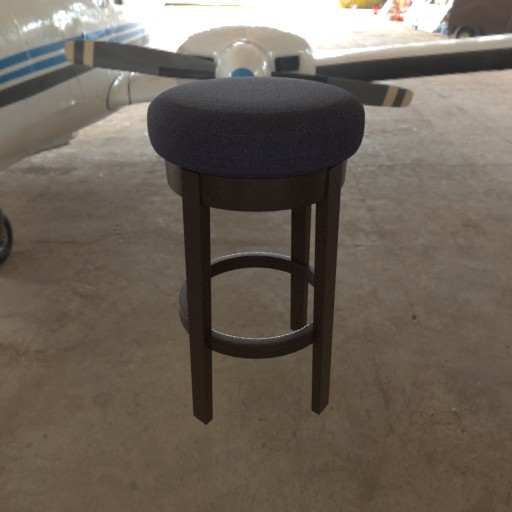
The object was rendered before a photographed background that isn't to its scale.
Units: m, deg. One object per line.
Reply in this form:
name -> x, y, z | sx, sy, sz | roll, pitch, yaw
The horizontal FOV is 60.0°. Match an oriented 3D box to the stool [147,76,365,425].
stool -> 0.000, 0.000, 1.056 | 0.446, 0.758, 0.446 | 0, 31, 0
